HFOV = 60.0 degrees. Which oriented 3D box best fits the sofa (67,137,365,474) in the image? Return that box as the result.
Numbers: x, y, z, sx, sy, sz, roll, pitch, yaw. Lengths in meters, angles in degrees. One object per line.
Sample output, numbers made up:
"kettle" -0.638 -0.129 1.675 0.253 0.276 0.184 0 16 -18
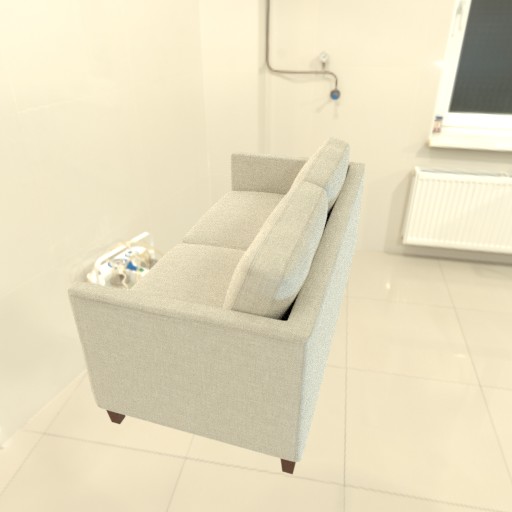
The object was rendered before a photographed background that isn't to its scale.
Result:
"sofa" 0.000 0.000 2.408 0.950 0.963 1.838 9 31 15
